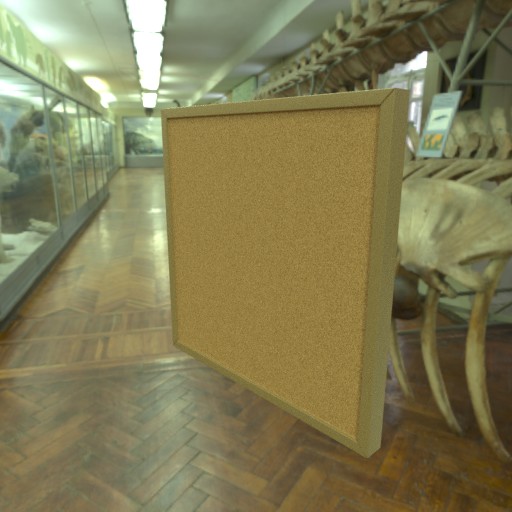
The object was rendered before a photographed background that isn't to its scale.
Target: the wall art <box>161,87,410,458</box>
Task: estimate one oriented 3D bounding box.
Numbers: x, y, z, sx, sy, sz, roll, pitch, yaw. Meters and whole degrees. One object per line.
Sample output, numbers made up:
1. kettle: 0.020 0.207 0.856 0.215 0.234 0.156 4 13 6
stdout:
1. wall art: 0.000 0.000 0.772 0.036 0.509 0.509 -14 20 -42
